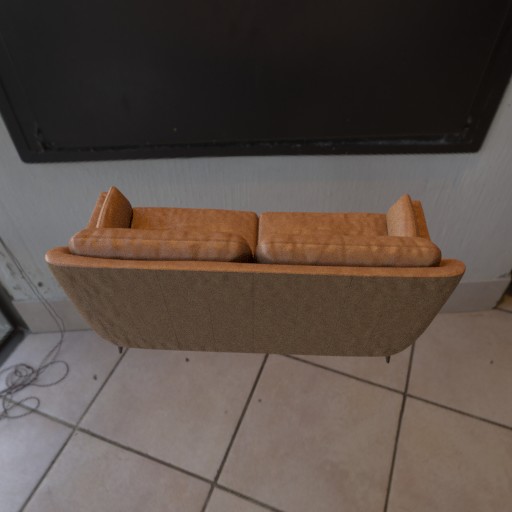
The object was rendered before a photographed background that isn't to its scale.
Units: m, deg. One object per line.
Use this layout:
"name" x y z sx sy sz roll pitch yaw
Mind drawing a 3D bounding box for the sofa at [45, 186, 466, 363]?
"sofa" 0.000 0.000 2.414 1.902 0.839 0.904 2 47 2
